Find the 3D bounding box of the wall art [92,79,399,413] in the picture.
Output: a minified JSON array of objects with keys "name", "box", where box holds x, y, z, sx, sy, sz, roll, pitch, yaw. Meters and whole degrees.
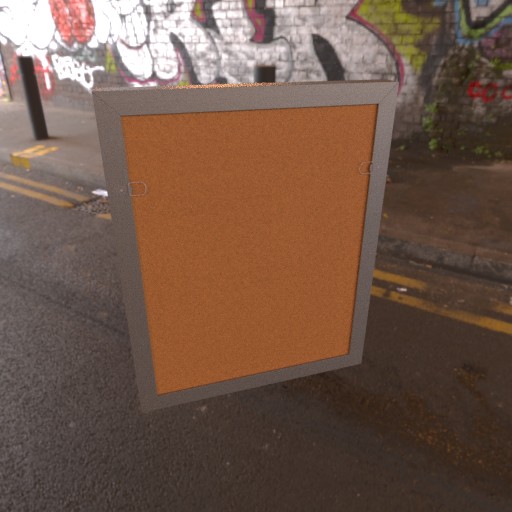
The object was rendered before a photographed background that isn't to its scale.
[{"name":"wall art","box":[0.000,0.000,0.523,0.308,0.379,0.030,-8,28,-16]}]
